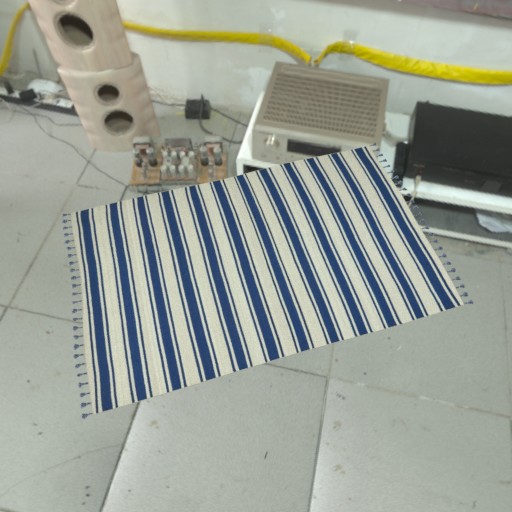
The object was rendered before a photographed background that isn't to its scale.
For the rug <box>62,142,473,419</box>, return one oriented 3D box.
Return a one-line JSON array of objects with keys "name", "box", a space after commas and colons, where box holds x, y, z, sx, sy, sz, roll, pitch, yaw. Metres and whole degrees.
[{"name": "rug", "box": [0.000, 0.000, 2.543, 2.108, 0.009, 1.248, -14, 60, -8]}]
